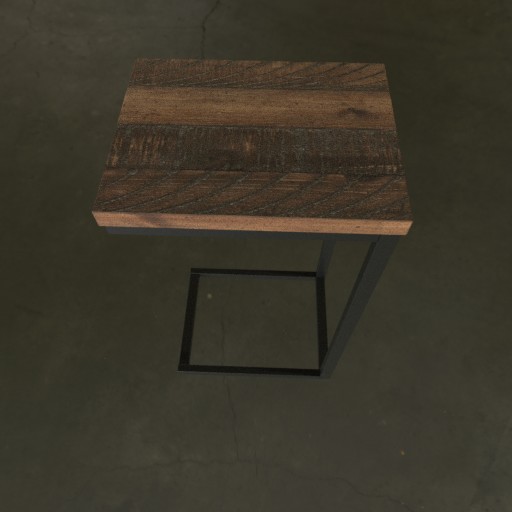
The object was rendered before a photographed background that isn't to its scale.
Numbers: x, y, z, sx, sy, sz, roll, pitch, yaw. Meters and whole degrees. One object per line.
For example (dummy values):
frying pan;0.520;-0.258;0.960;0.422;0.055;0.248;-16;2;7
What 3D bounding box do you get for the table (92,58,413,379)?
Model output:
table;0.000;0.000;0.957;0.414;0.718;0.323;2;59;1
